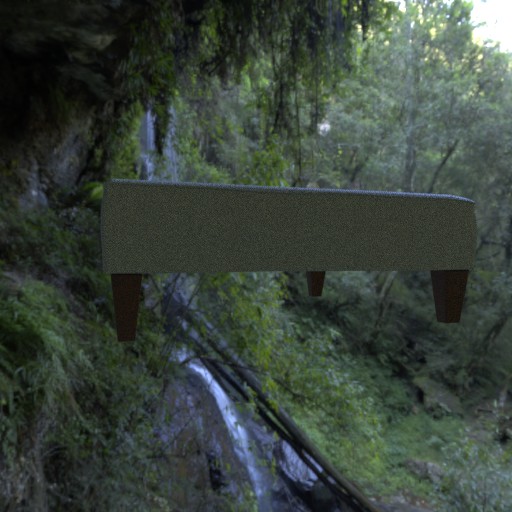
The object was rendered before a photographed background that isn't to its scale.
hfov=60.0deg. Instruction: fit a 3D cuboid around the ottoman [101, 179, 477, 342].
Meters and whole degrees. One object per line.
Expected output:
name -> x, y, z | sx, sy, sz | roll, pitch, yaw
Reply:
ottoman -> 0.000, 0.000, 1.543 | 1.004, 0.379, 0.968 | 0, 0, -18
